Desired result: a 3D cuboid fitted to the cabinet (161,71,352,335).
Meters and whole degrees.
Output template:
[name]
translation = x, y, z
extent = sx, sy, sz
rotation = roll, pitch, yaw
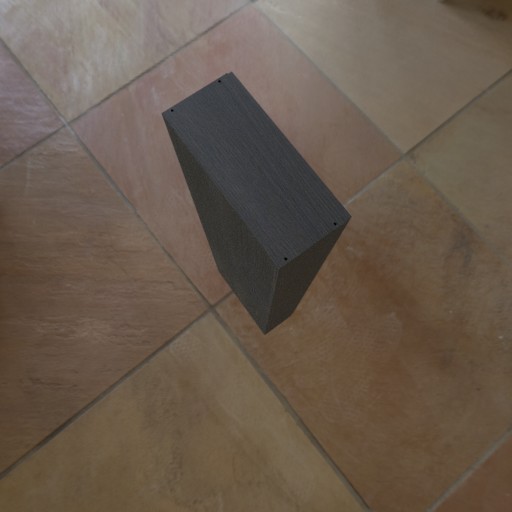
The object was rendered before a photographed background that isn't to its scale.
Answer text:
[cabinet]
translation = 0.000, 0.000, 1.952
extent = 0.230, 1.790, 0.500
rotation = -35, 78, -9
